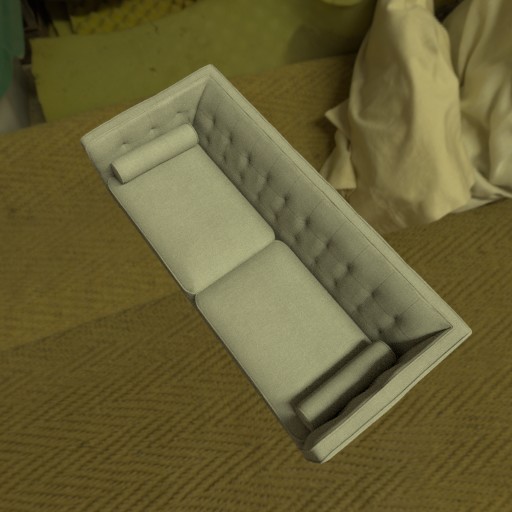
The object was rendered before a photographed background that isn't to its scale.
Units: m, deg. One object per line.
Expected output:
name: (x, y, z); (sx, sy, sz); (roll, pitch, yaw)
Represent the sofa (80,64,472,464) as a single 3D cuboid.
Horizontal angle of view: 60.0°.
sofa: (0.000, 0.000, 2.563); (0.912, 0.798, 2.079); (-35, 71, -14)
